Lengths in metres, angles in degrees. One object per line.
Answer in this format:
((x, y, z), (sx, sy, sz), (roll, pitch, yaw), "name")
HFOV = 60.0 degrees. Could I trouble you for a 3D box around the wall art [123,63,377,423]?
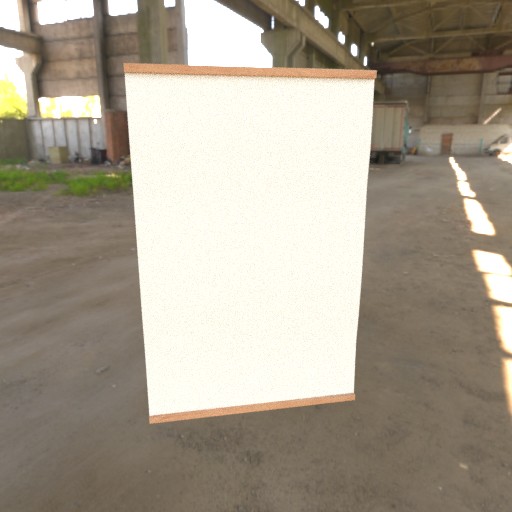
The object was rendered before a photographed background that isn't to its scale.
((0.000, 0.000, 0.644), (0.332, 0.508, 0.012), (-3, 15, -11), "wall art")
